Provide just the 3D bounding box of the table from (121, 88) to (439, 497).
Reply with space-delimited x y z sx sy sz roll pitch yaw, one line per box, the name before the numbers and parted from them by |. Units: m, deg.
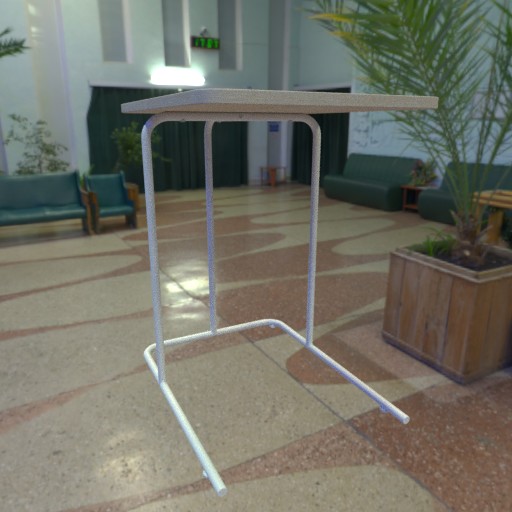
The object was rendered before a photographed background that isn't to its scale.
table | 0.000 0.000 0.835 0.370 0.550 0.480 -8 18 -26
